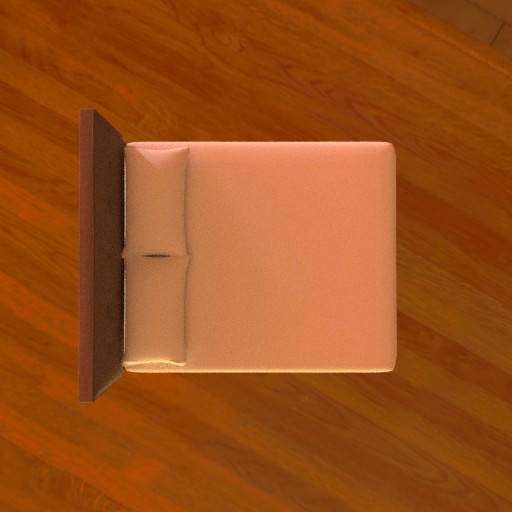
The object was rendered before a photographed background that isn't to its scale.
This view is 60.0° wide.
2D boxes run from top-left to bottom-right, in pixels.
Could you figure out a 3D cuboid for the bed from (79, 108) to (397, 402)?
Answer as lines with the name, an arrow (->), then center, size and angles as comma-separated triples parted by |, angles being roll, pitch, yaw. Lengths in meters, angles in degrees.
bed -> 0.000, 0.000, 2.887 | 1.894, 1.089, 1.610 | 0, 89, 0
